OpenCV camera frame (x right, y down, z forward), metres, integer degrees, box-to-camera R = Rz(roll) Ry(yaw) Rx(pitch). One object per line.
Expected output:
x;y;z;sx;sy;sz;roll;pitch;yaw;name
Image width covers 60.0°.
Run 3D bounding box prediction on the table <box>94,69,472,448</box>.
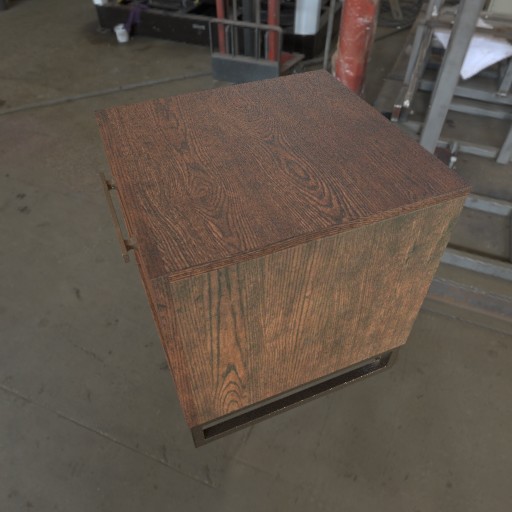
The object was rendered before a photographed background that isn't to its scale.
0.000;0.000;1.026;0.566;0.582;0.506;-17;48;-16;table
